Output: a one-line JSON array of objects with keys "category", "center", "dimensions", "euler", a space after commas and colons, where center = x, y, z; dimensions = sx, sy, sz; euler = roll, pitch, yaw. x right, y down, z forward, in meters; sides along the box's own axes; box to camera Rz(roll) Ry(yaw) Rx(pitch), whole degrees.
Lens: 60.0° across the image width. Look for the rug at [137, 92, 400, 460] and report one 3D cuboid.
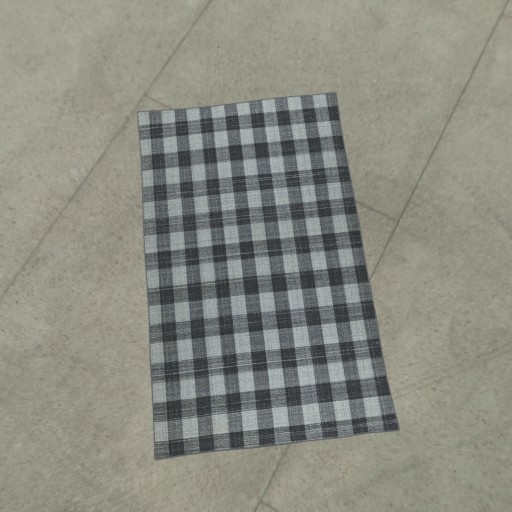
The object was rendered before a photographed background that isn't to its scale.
[{"category": "rug", "center": [0.000, 0.000, 3.094], "dimensions": [1.554, 0.011, 2.476], "euler": [-6, 75, -2]}]
